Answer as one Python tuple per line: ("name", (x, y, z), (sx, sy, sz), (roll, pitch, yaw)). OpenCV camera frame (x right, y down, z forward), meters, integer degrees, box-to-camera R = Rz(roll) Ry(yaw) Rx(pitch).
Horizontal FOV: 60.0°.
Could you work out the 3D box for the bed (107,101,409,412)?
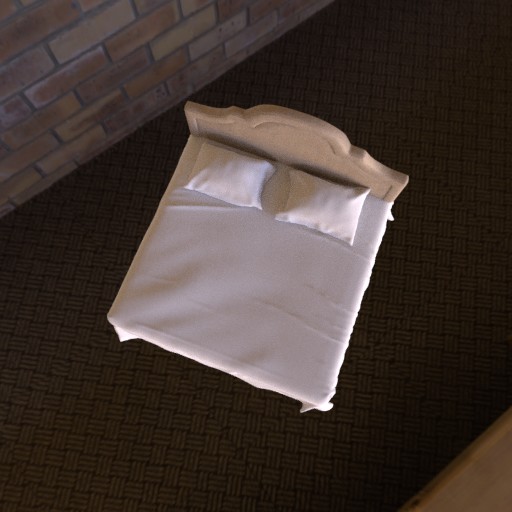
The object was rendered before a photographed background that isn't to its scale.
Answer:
("bed", (0.000, 0.000, 3.874), (2.303, 1.631, 2.222), (20, 76, 5))
